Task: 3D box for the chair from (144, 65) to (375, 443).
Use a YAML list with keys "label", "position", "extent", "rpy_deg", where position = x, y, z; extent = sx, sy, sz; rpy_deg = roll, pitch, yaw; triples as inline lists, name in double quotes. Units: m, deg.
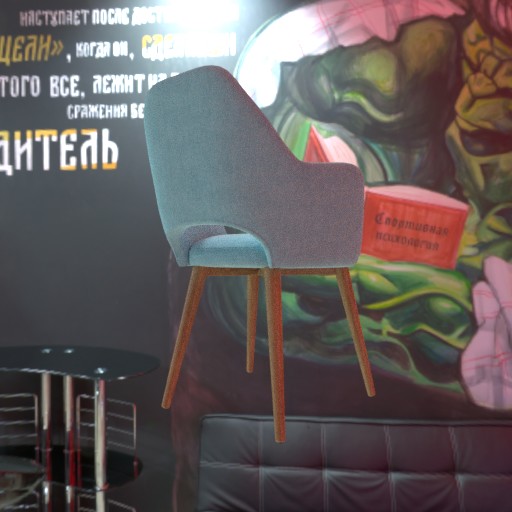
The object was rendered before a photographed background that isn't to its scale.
- label: "chair"
  position: [0.000, 0.000, 1.246]
  extent: [0.590, 0.840, 0.610]
  rpy_deg: [0, 0, 37]
